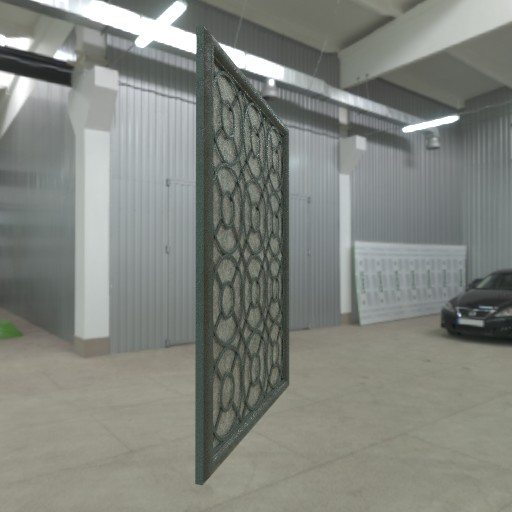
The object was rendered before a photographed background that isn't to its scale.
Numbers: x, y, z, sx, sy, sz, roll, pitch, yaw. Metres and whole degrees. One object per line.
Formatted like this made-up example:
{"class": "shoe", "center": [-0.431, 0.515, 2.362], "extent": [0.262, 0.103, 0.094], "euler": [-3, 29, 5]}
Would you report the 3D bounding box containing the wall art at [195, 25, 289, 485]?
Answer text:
{"class": "wall art", "center": [0.000, 0.000, 1.313], "extent": [0.030, 0.983, 0.767], "euler": [0, -1, 18]}
